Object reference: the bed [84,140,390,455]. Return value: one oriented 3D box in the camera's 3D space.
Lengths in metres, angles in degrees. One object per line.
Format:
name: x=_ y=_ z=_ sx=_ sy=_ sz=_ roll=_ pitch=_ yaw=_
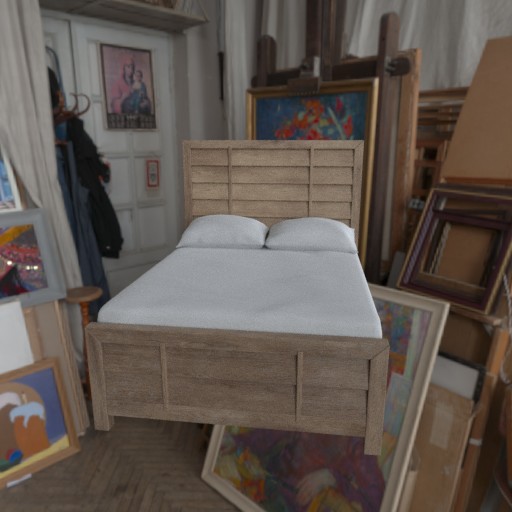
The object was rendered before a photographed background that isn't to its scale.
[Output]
bed: x=0.000 y=0.000 z=3.222 sx=1.615 sy=1.631 sz=2.017 roll=2 pitch=15 yaw=8
